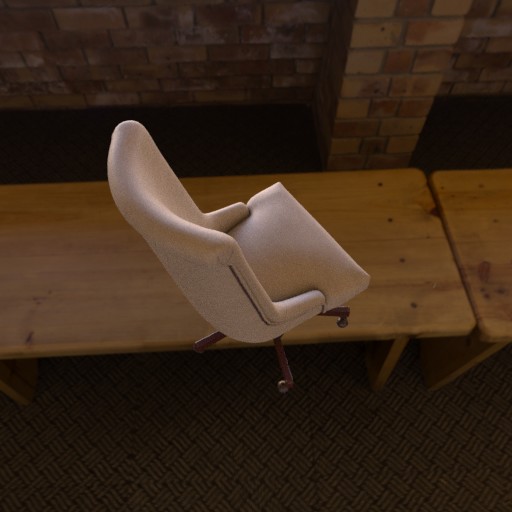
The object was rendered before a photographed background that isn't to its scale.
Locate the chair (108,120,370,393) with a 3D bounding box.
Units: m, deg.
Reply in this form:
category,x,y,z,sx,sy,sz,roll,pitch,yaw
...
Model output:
category,x,y,z,sx,sy,sz,roll,pitch,yaw
chair,0.000,0.000,1.446,0.696,1.010,0.645,-30,62,-18
